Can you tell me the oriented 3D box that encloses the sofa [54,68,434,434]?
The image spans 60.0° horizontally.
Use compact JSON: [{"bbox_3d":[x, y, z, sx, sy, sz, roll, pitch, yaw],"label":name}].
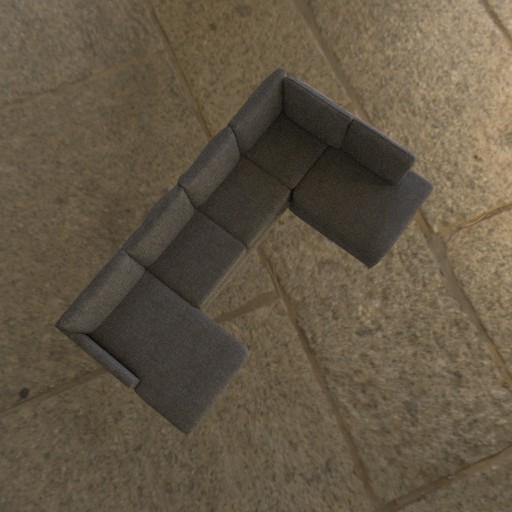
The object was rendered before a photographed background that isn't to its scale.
[{"bbox_3d":[0.000,0.000,4.403,2.048,0.999,3.423,36,79,9],"label":"sofa"}]
